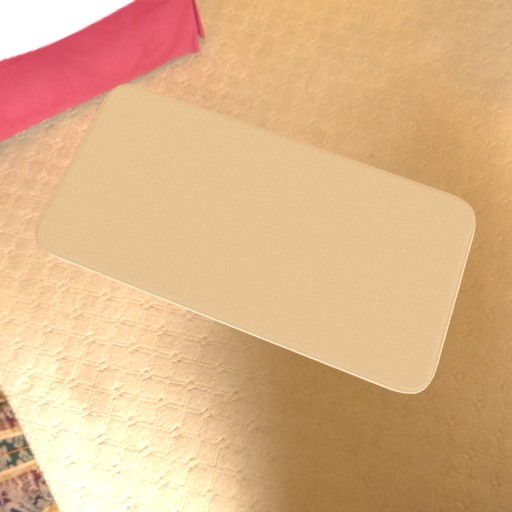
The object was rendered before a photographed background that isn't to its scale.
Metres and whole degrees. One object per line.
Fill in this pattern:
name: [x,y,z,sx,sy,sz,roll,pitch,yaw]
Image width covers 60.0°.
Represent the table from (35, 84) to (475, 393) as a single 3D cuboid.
table: [0.000,0.000,1.668,1.219,0.737,0.610,21,76,5]
